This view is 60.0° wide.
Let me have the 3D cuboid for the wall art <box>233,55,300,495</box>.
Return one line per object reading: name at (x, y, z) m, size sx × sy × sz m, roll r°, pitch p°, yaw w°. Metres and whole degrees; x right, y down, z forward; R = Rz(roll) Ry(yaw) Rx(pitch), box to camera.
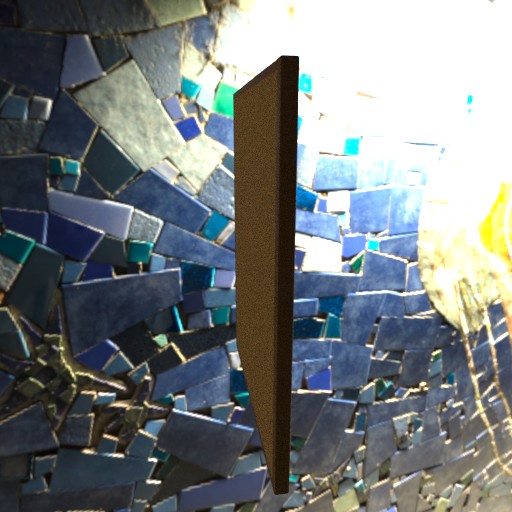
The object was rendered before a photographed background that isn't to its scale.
wall art at (0.000, 0.000, 0.742) m, size 0.021 × 0.550 × 0.449 m, roll -2°, pitch 16°, yaw -9°
